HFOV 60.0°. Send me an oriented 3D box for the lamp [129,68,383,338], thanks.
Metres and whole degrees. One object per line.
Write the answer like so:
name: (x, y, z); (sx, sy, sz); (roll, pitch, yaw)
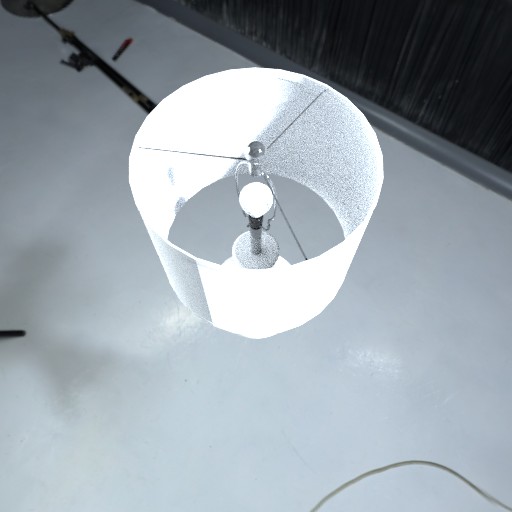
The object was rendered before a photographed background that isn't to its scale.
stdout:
lamp: (0.000, 0.000, 0.900); (0.357, 0.673, 0.357); (35, 68, 16)
